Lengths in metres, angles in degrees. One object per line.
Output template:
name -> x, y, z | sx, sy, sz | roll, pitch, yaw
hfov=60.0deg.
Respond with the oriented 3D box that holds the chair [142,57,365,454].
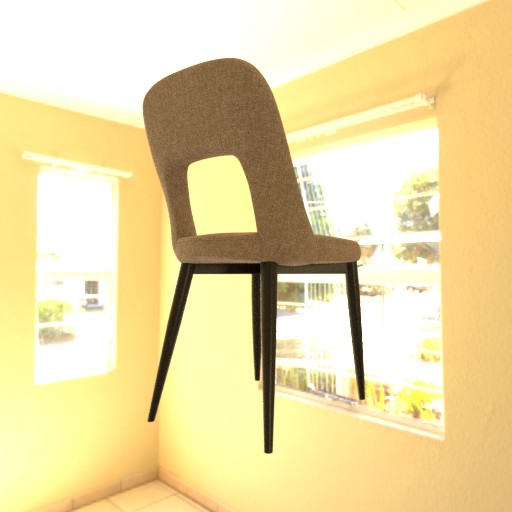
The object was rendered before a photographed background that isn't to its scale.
chair -> 0.000, 0.000, 1.322 | 0.470, 0.931, 0.612 | -1, -2, 36
